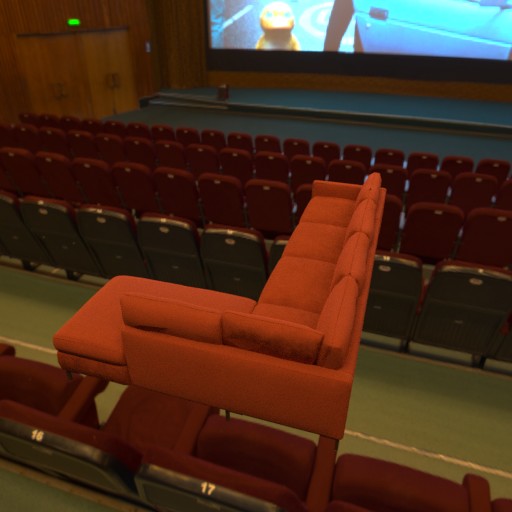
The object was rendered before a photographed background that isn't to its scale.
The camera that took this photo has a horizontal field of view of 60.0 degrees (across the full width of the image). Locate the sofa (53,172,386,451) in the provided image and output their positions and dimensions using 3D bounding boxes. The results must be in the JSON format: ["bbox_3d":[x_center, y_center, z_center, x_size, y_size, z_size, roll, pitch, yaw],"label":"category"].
[{"bbox_3d":[0.000,0.000,3.660,1.879,0.757,2.736,9,32,15],"label":"sofa"}]
